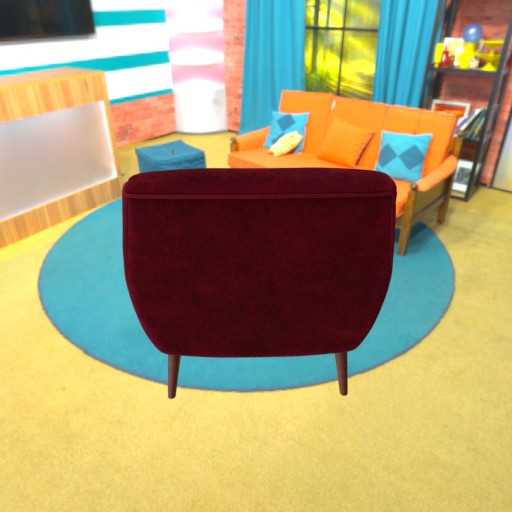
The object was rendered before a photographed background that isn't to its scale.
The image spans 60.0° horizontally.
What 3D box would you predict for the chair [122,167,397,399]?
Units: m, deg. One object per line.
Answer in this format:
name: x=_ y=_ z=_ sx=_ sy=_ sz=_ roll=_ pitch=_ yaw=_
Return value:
chair: x=0.000 y=0.000 z=1.508 sx=0.762 sy=0.838 sz=0.787 roll=-1 pitch=31 yaw=-1
